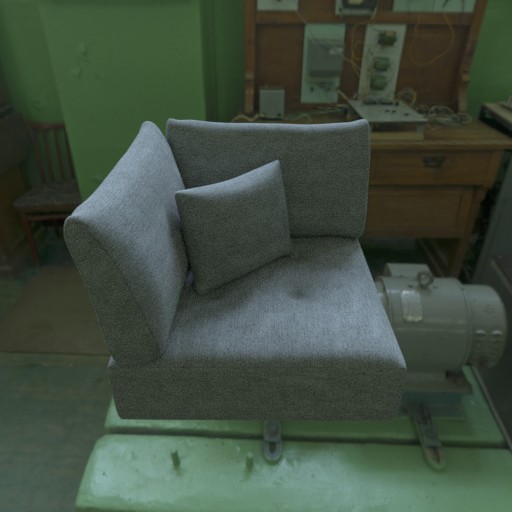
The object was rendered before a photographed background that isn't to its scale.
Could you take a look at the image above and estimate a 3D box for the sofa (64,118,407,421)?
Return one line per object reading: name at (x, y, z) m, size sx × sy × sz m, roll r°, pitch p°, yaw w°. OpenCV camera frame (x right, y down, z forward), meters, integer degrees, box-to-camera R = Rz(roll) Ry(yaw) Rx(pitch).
sofa at (0.000, 0.000, 1.729) m, size 1.000 × 0.820 × 1.000 m, roll 0°, pitch 32°, yaw 0°
